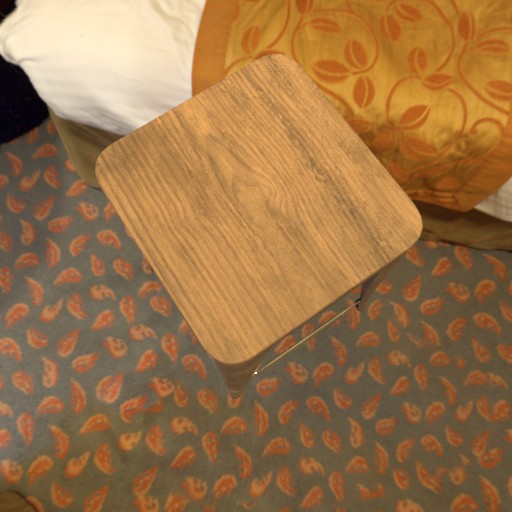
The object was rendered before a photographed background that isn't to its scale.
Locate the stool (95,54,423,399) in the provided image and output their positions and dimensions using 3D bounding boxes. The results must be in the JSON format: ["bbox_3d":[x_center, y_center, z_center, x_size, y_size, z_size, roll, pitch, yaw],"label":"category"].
[{"bbox_3d":[0.000,0.000,0.847,0.407,0.607,0.407,-33,78,-8],"label":"stool"}]
